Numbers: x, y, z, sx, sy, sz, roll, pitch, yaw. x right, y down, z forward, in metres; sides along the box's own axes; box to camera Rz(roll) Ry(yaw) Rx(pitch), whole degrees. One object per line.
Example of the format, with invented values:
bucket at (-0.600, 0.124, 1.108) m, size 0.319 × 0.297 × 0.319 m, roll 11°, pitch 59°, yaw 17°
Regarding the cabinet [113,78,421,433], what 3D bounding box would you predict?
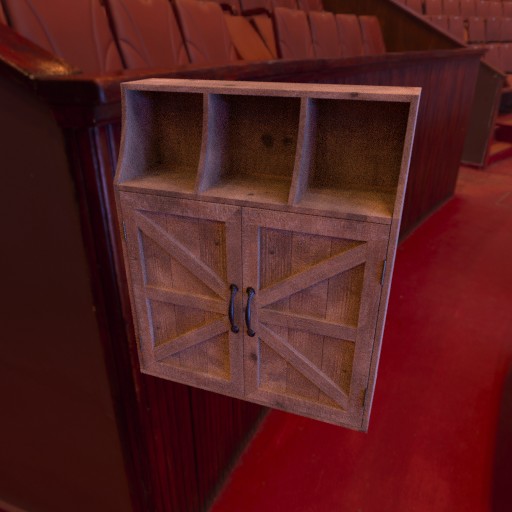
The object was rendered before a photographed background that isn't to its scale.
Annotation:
cabinet at (0.000, 0.000, 0.828) m, size 0.489 × 0.590 × 0.184 m, roll 9°, pitch 28°, yaw 18°
